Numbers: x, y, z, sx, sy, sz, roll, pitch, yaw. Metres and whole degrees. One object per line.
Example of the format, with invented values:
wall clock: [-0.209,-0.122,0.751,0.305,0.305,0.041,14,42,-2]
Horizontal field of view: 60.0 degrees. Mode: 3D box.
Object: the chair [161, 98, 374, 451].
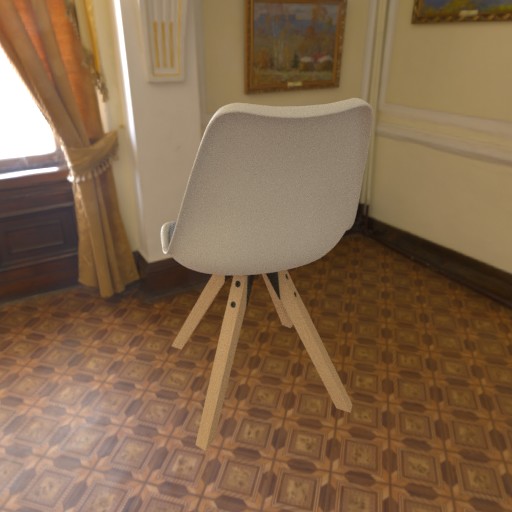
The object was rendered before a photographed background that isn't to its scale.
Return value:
chair: [0.000,0.000,1.187,0.485,0.850,0.550,-8,27,-16]
